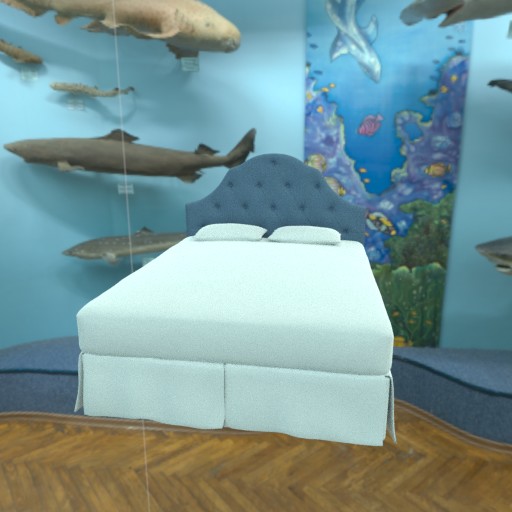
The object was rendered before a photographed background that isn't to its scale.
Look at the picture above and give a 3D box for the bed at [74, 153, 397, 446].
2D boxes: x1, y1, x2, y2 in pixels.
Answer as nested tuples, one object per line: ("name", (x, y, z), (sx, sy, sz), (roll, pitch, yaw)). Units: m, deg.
("bed", (0.000, 0.000, 3.687), (2.039, 1.617, 2.477), (2, 14, 9))
